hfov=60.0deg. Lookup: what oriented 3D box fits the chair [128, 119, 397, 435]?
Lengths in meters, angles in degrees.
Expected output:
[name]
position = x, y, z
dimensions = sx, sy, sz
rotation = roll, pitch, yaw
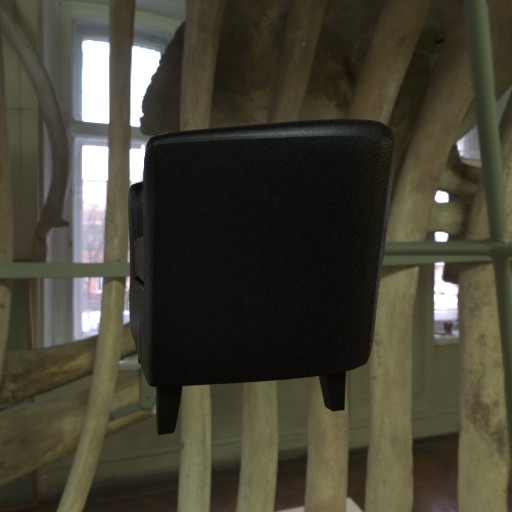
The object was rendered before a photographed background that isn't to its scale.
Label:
[chair]
position = 0.000, 0.000, 1.361
dimensions = 0.727, 0.756, 0.793
rotation = 0, 1, -19
